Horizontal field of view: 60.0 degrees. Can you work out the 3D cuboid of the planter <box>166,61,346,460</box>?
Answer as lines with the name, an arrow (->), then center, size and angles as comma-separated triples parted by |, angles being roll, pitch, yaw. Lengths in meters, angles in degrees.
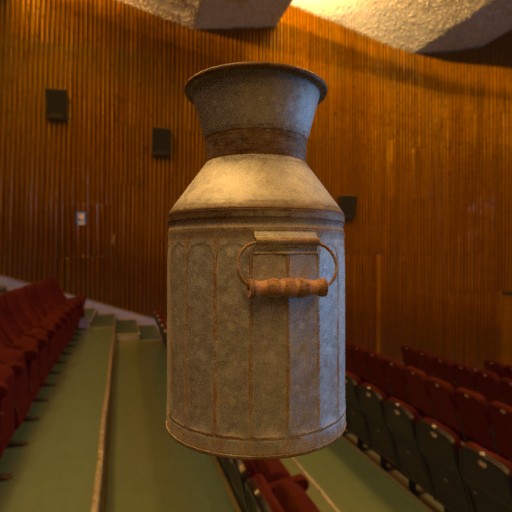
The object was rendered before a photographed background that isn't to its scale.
planter -> 0.000, 0.000, 0.533 | 0.214, 0.396, 0.245 | 0, 0, -17
